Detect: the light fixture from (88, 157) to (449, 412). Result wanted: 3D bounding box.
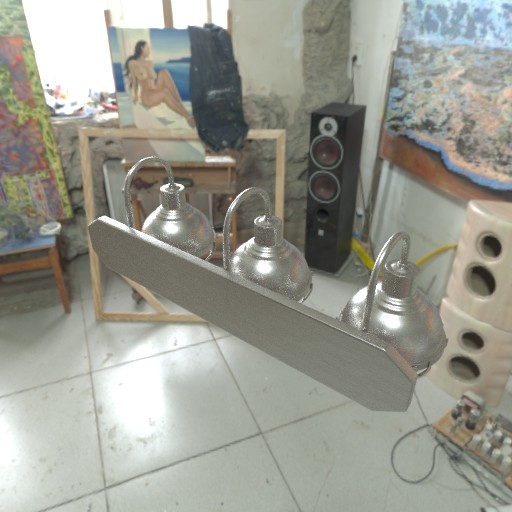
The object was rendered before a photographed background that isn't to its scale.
[{"bbox_3d":[0.000,0.000,0.751,0.634,0.254,0.229,22,37,32],"label":"light fixture"}]
